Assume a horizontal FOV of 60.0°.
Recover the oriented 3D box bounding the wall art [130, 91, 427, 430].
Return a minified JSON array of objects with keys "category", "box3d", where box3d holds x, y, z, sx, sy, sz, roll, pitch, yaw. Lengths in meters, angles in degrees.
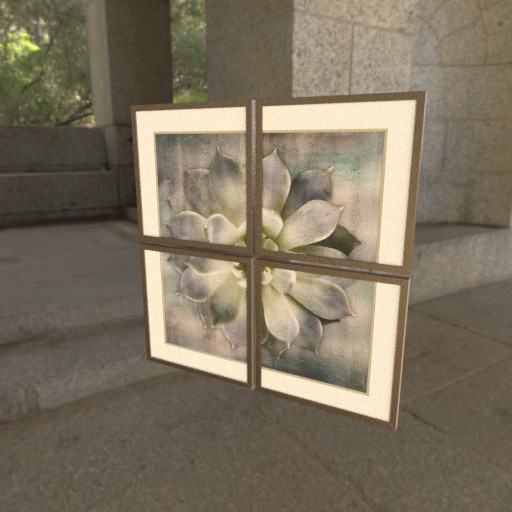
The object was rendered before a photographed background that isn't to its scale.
[{"category":"wall art","box3d":[0.000,0.000,1.544,1.032,1.032,0.030,7,16,27]}]
